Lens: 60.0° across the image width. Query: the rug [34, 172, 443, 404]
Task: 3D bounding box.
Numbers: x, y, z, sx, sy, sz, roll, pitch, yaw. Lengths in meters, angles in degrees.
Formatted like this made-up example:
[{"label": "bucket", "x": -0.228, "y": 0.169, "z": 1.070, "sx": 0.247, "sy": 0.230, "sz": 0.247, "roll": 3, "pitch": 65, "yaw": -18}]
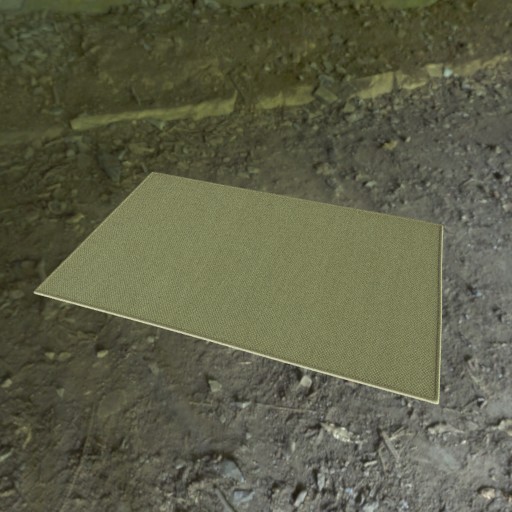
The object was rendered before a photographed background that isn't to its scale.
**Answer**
[{"label": "rug", "x": 0.000, "y": 0.000, "z": 2.093, "sx": 1.676, "sy": 0.013, "sz": 1.067, "roll": 12, "pitch": 43, "yaw": 14}]
